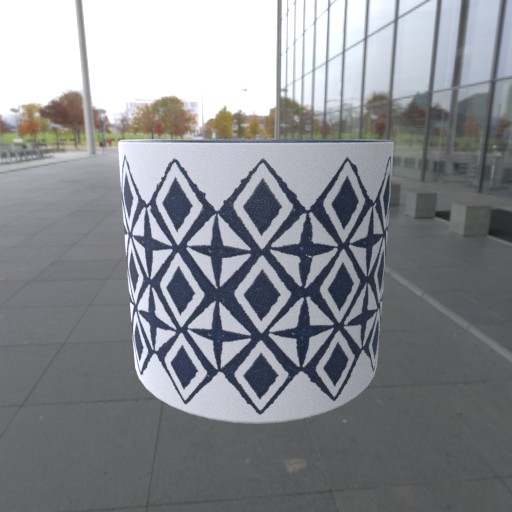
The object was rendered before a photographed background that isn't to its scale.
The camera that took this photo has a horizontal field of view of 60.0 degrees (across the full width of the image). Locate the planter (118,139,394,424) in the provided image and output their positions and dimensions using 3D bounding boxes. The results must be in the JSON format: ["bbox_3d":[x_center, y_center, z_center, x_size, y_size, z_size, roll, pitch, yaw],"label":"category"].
[{"bbox_3d":[0.000,0.000,0.400,0.224,0.203,0.224,0,15,0],"label":"planter"}]
